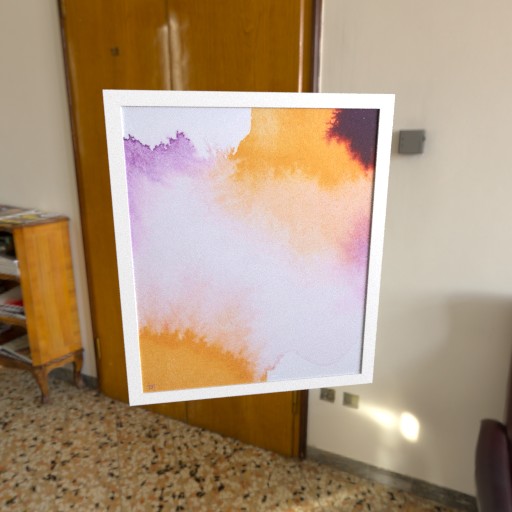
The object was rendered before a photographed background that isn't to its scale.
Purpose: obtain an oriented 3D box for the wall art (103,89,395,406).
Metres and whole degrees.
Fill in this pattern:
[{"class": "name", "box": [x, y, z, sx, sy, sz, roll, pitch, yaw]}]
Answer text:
[{"class": "wall art", "box": [0.000, 0.000, 0.801, 0.482, 0.557, 0.012, -3, 15, -9]}]
